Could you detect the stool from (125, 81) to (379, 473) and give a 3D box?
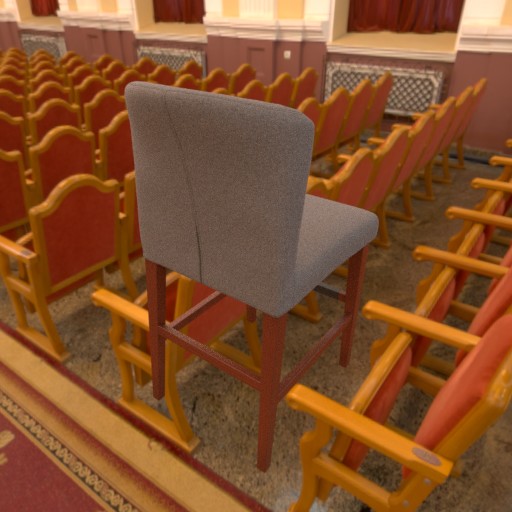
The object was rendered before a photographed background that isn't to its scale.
[{"bbox_3d":[0.000,0.000,1.241,0.481,0.968,0.568,21,36,31],"label":"stool"}]
